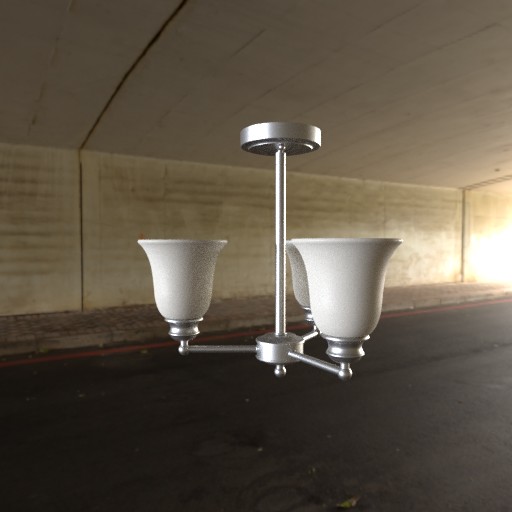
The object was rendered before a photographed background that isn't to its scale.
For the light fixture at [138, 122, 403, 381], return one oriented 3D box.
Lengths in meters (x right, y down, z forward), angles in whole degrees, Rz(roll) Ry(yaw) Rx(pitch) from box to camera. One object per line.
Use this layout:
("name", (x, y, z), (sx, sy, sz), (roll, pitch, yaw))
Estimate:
("light fixture", (0.000, 0.000, 0.672), (0.354, 0.370, 0.388), (0, 1, 0))
